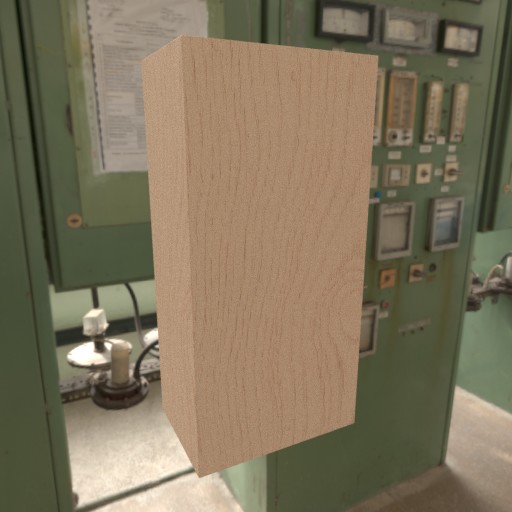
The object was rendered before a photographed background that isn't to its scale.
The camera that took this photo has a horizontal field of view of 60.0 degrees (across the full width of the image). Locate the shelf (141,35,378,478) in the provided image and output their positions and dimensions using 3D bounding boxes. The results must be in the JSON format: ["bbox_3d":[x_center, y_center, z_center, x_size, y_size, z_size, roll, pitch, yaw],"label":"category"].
[{"bbox_3d":[0.000,0.000,0.728,0.290,0.600,0.200,-7,17,-26],"label":"shelf"}]
